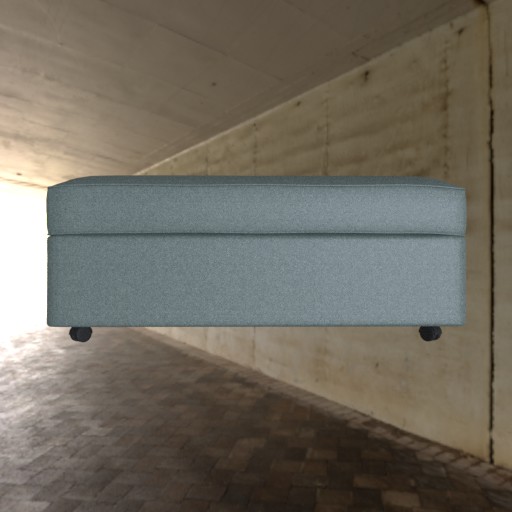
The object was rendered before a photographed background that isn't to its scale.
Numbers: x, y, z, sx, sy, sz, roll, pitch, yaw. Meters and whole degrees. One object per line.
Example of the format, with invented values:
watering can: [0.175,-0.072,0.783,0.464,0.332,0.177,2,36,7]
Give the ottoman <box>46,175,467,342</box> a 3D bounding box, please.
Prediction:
ottoman: [0.000,0.000,1.540,1.173,0.494,0.681,0,0,-1]
